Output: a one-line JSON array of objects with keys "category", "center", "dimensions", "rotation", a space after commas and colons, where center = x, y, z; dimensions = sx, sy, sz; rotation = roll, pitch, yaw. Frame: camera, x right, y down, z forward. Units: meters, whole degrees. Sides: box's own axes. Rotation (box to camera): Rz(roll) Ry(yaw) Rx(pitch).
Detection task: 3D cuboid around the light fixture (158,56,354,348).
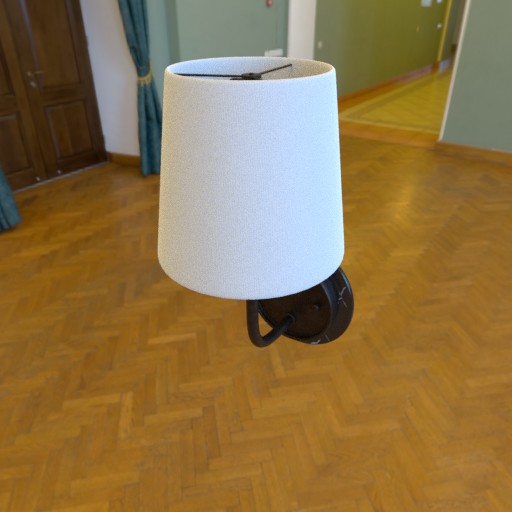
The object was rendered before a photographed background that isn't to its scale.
[{"category": "light fixture", "center": [0.000, 0.000, 0.424], "dimensions": [0.168, 0.337, 0.188], "rotation": [19, 35, 29]}]
